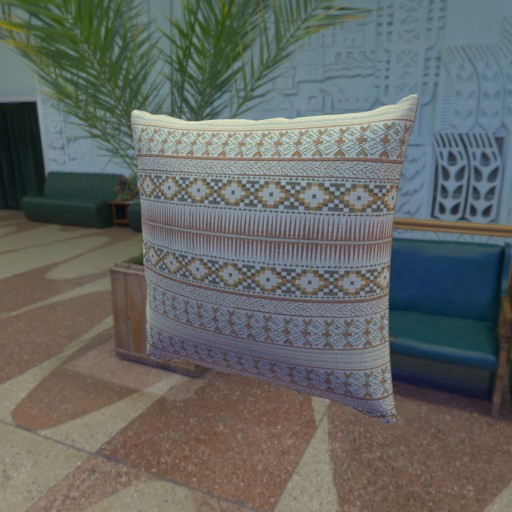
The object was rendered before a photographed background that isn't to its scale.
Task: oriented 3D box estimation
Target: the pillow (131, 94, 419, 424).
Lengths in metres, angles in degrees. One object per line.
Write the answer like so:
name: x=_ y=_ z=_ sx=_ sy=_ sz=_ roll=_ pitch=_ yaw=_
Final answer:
pillow: x=0.000 y=0.000 z=0.785 sx=0.521 sy=0.519 sz=0.215 roll=7 pitch=16 yaw=26
